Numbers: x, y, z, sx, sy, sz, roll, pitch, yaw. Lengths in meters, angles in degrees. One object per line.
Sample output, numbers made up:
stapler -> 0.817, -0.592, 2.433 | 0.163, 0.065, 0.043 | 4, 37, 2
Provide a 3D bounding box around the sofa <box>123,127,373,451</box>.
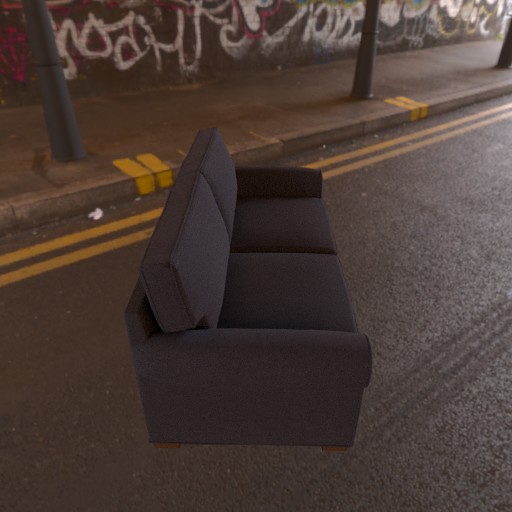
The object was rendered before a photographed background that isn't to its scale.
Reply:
sofa -> 0.000, 0.000, 2.536 | 0.951, 1.031, 2.009 | 1, 32, 1
